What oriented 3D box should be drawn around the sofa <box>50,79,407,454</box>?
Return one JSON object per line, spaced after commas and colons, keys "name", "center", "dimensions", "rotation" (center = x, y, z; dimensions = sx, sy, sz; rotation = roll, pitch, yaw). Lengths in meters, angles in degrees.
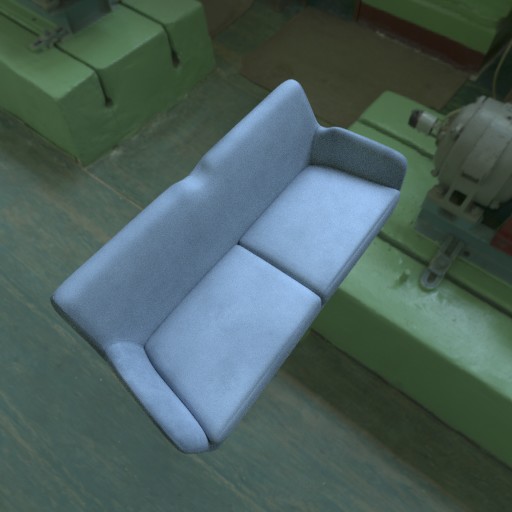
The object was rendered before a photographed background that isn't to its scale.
{"name": "sofa", "center": [0.000, 0.000, 2.294], "dimensions": [0.850, 0.810, 1.870], "rotation": [33, 64, 18]}
